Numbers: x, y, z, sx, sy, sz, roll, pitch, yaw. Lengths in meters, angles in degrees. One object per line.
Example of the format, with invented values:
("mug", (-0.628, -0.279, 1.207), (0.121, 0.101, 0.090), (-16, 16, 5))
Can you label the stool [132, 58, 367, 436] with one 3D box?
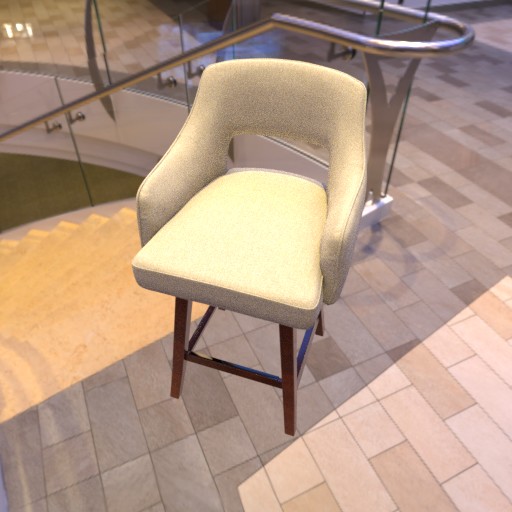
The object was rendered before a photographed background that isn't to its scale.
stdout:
("stool", (0.000, 0.000, 1.289), (0.550, 0.936, 0.560), (13, 43, 14))
